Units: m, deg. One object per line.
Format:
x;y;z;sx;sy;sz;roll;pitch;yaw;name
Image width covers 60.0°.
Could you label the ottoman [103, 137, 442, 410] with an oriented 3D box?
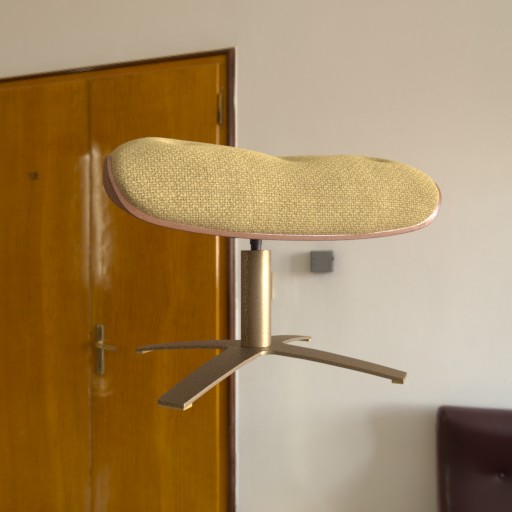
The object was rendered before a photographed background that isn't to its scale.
0.000;0.000;0.802;0.520;0.391;0.394;0;0;-20;ottoman
